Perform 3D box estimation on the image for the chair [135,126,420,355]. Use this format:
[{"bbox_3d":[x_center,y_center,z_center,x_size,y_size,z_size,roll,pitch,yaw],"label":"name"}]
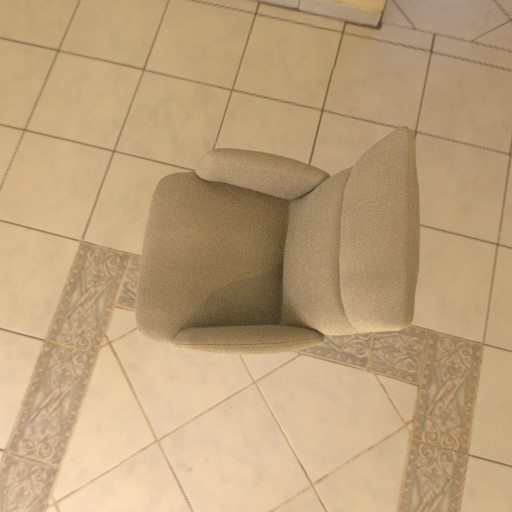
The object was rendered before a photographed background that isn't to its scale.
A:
[{"bbox_3d":[0.000,0.000,1.600,0.889,1.016,0.711,5,76,1],"label":"chair"}]
